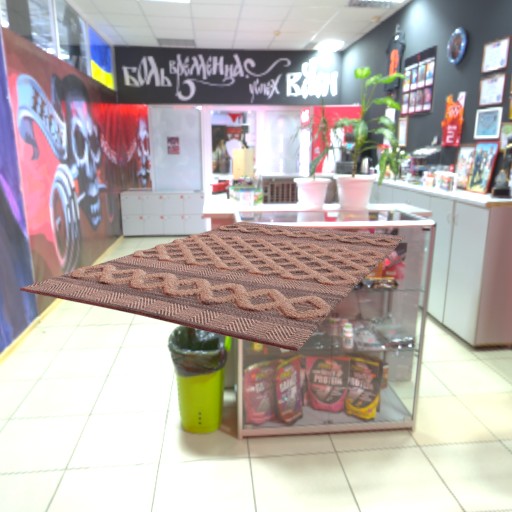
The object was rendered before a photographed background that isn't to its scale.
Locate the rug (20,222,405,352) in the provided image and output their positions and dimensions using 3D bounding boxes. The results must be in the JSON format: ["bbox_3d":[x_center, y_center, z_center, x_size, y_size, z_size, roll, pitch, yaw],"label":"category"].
[{"bbox_3d":[0.000,0.000,2.313,1.222,0.030,1.823,7,16,26],"label":"rug"}]
